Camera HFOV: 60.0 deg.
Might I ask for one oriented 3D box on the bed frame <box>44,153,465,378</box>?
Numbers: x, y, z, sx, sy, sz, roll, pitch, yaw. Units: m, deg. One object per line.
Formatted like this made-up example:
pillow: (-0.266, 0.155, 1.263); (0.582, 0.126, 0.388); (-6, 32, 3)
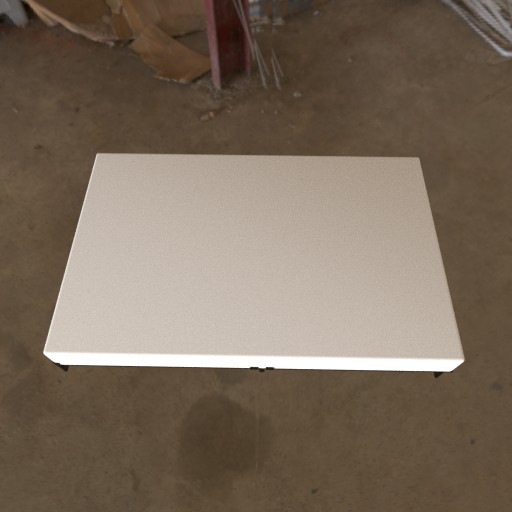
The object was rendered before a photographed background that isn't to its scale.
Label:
bed frame: (0.000, 0.000, 3.785); (2.987, 0.440, 1.930); (1, 59, 1)
